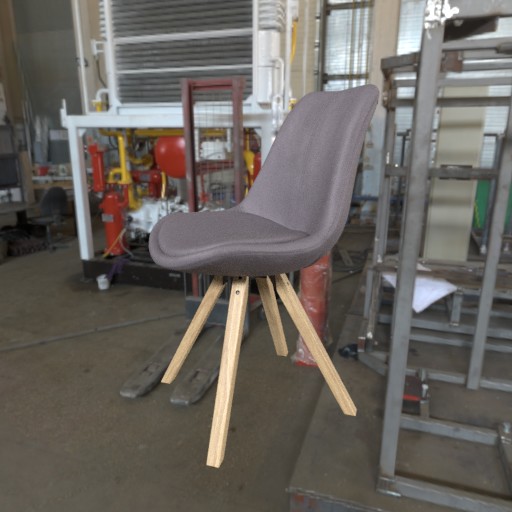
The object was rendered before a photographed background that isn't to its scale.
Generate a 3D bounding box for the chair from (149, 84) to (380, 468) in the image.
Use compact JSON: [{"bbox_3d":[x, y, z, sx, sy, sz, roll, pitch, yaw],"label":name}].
[{"bbox_3d":[0.000,0.000,1.190,0.547,0.865,0.483,-8,17,-26],"label":"chair"}]
